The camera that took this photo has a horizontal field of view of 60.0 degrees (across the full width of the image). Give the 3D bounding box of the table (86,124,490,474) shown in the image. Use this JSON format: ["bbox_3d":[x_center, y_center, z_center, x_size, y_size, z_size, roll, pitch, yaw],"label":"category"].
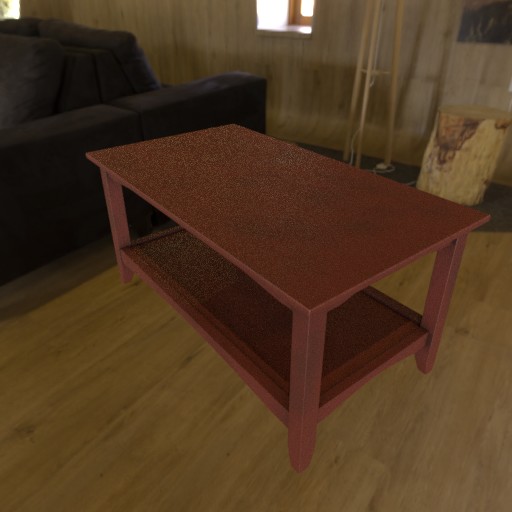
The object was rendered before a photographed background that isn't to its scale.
[{"bbox_3d":[0.000,0.000,1.237,0.533,0.456,0.943,-22,37,-32],"label":"table"}]
